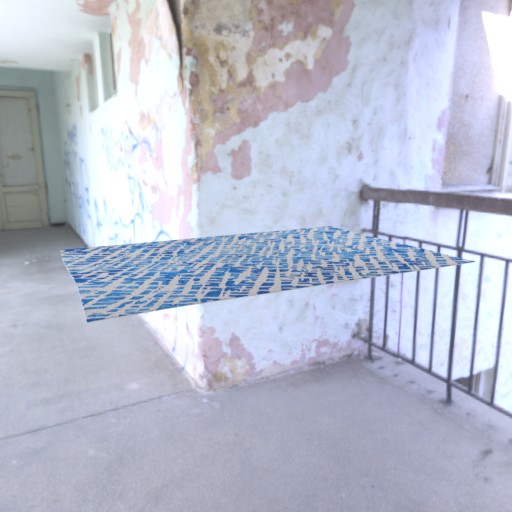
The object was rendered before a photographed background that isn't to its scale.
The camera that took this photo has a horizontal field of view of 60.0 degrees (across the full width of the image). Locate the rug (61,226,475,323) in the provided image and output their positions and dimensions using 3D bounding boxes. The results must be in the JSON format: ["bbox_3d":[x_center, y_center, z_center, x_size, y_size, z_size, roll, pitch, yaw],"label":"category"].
[{"bbox_3d":[0.000,0.000,2.330,1.830,0.011,1.209,-6,15,-26],"label":"rug"}]
